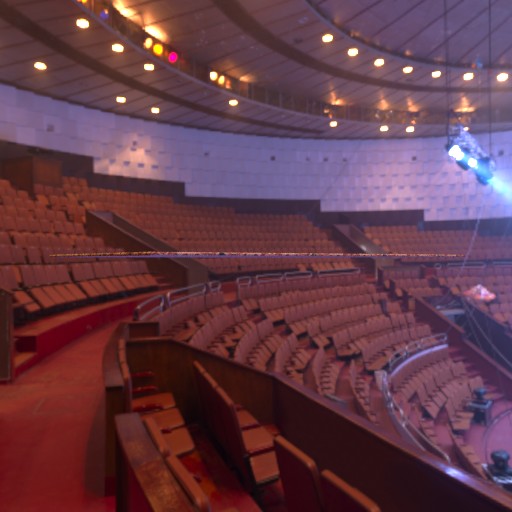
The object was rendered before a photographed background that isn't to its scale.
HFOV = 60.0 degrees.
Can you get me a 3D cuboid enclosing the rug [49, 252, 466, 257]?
[{"bbox_3d":[0.000,0.000,4.287,3.215,0.020,2.446,0,0,-36],"label":"rug"}]
